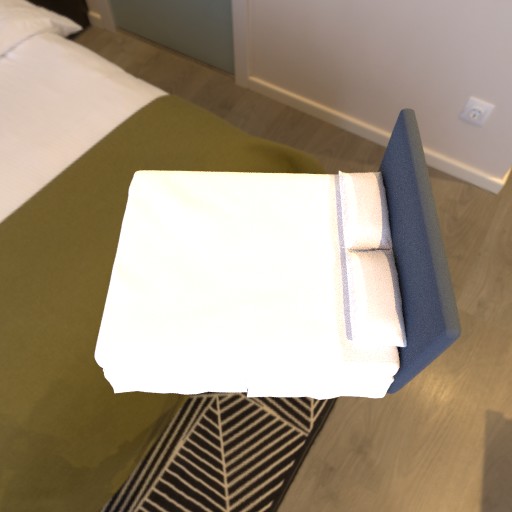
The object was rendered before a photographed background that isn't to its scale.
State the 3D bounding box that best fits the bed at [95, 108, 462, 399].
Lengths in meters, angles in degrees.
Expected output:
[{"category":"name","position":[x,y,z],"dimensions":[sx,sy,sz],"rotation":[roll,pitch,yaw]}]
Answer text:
[{"category":"bed","position":[0.000,0.000,3.199],"dimensions":[2.162,1.330,1.713],"rotation":[1,60,1]}]
